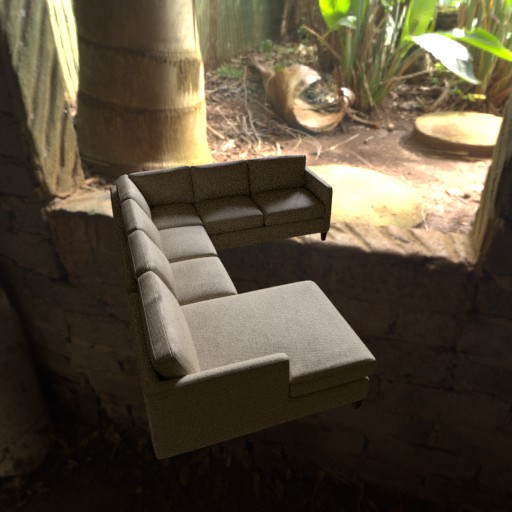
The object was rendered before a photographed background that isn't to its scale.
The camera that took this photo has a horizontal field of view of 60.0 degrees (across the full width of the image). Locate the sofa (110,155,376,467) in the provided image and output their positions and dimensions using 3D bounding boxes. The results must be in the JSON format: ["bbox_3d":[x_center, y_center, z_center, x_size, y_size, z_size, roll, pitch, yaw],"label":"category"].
[{"bbox_3d":[0.000,0.000,4.454,2.593,0.959,3.460,-10,33,-16],"label":"sofa"}]
